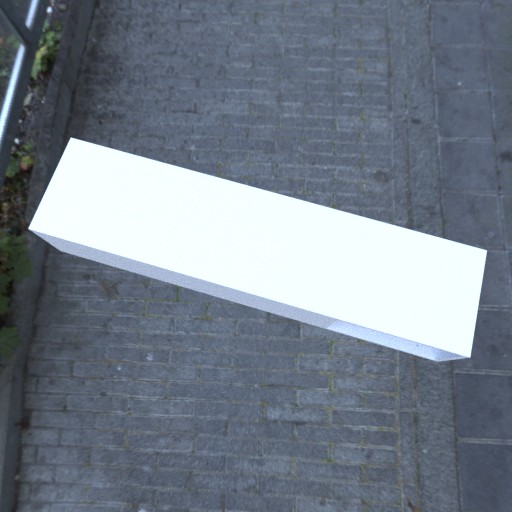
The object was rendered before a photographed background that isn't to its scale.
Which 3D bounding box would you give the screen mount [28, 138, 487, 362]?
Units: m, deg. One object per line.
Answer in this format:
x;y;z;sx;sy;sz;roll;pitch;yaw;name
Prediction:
0.000;0.000;1.840;1.644;0.432;0.399;16;74;5;screen mount
